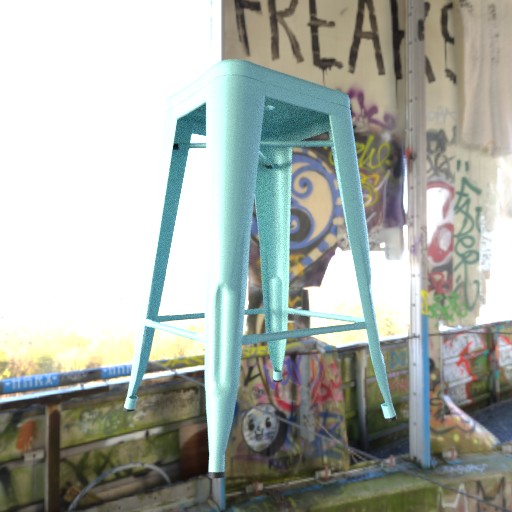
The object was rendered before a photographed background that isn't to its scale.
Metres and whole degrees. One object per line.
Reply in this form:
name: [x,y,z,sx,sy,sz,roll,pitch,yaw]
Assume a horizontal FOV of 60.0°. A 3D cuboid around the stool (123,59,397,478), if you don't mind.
stool: [0.000,0.000,0.851,0.399,0.609,0.359,1,-1,-36]
